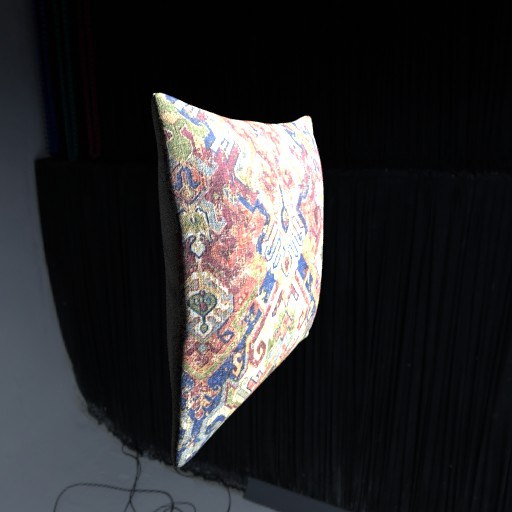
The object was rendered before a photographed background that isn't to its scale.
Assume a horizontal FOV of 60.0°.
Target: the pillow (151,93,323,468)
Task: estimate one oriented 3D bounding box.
[{"bbox_3d":[0.000,0.000,0.793,0.166,0.506,0.523,7,16,26],"label":"pillow"}]
